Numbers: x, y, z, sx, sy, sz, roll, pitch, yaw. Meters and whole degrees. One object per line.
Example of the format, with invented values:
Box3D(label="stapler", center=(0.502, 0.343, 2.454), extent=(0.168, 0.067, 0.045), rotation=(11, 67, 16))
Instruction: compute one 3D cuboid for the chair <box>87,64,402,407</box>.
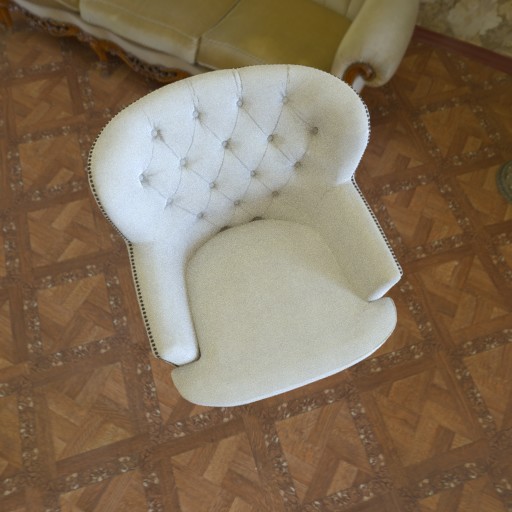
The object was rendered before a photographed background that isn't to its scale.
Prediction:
Box3D(label="chair", center=(0.000, 0.000, 1.548), extent=(0.848, 0.868, 0.906), rotation=(-17, 66, -8))
